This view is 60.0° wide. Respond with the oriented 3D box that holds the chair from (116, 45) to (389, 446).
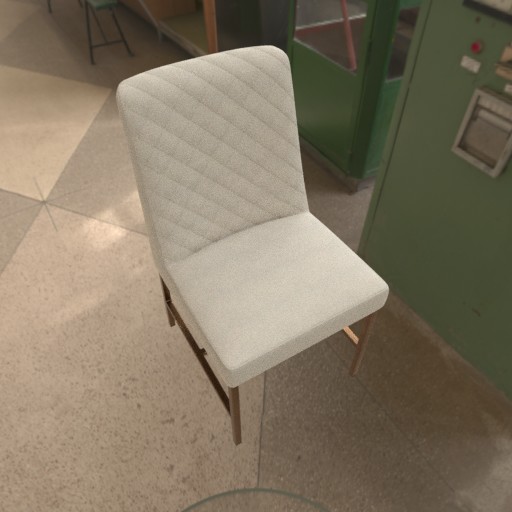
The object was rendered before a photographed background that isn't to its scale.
[{"bbox_3d":[0.000,0.000,1.274,0.503,0.933,0.597,-23,51,-21],"label":"chair"}]
